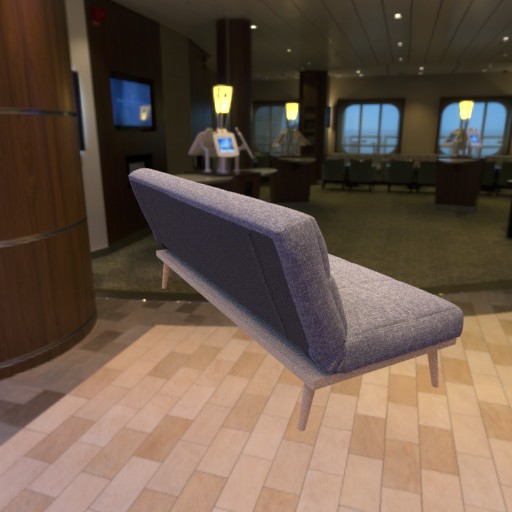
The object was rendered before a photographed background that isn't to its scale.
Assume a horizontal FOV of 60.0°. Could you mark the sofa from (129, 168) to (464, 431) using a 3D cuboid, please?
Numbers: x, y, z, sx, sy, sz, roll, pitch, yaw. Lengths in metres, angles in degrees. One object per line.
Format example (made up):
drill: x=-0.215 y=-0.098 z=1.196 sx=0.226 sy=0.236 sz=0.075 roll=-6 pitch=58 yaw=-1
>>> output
sofa: x=0.000 y=0.000 z=2.216 sx=0.820 sy=0.770 sz=1.820 roll=-8 pitch=18 yaw=-27
